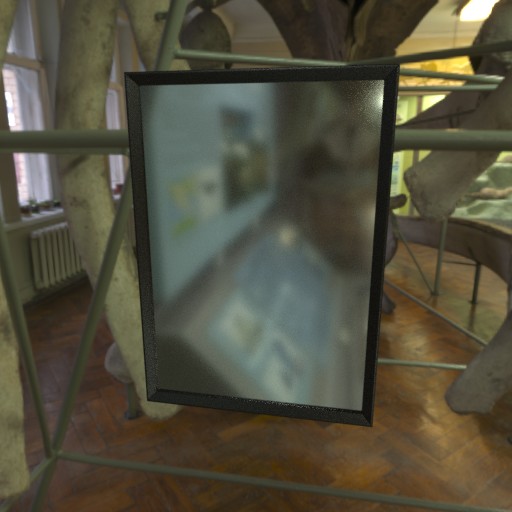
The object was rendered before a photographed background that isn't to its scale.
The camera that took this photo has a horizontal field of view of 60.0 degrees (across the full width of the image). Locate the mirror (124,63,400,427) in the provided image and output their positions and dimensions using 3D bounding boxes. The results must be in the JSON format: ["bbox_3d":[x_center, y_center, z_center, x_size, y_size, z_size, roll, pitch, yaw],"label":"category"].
[{"bbox_3d":[0.000,0.000,0.907,0.507,0.710,0.039,3,15,11],"label":"mirror"}]
